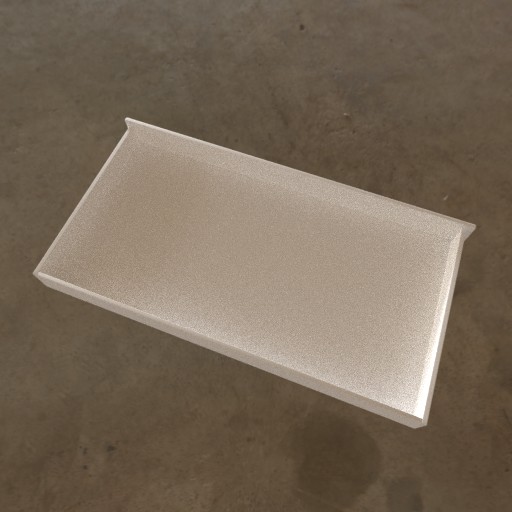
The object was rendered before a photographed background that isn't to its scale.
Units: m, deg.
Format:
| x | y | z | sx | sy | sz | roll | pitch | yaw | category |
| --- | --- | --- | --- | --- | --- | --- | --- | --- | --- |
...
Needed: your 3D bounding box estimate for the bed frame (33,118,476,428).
| x | y | z | sx | sy | sz | roll | pitch | yaw | category |
| --- | --- | --- | --- | --- | --- | --- | --- | --- | --- |
| 0.000 | 0.000 | 1.489 | 1.300 | 0.141 | 0.670 | 19 | 66 | 9 | bed frame |
